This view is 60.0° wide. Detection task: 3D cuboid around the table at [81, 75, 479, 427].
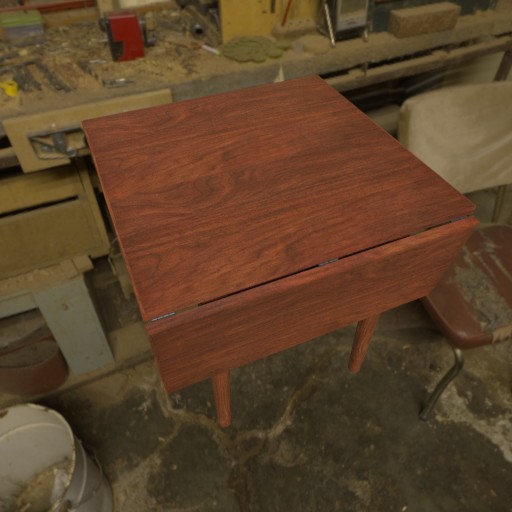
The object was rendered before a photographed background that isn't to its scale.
[{"bbox_3d":[0.000,0.000,1.472,0.812,0.763,0.843,-17,48,-16],"label":"table"}]
